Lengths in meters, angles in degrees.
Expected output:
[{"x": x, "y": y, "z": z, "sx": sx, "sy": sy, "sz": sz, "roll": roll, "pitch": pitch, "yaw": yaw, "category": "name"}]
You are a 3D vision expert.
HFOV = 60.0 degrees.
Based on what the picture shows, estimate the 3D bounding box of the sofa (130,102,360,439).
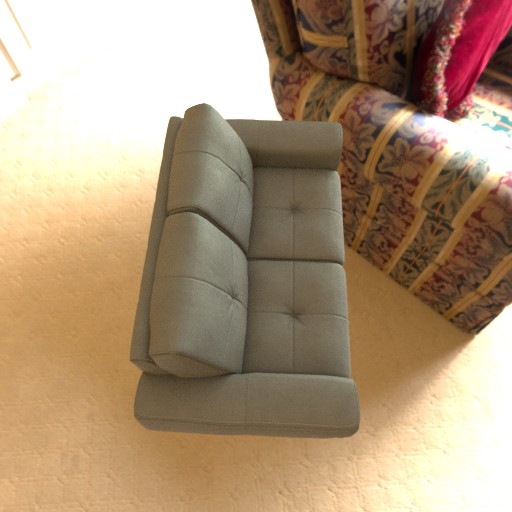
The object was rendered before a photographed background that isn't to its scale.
[{"x": 0.000, "y": 0.000, "z": 2.400, "sx": 1.018, "sy": 0.907, "sz": 1.806, "roll": 2, "pitch": 64, "yaw": 1, "category": "sofa"}]
